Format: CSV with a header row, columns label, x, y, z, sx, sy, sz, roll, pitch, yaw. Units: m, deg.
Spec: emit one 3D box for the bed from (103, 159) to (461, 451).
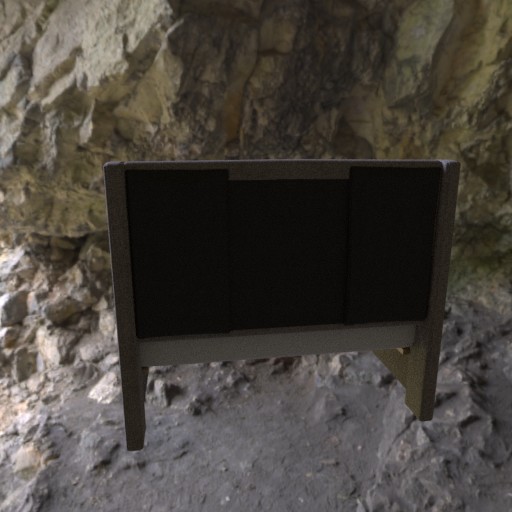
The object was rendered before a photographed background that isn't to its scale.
label,x,y,z,sx,sy,sz,roll,pitch,yaw
bed,0.000,0.000,3.311,1.714,1.476,2.245,-2,14,-9
